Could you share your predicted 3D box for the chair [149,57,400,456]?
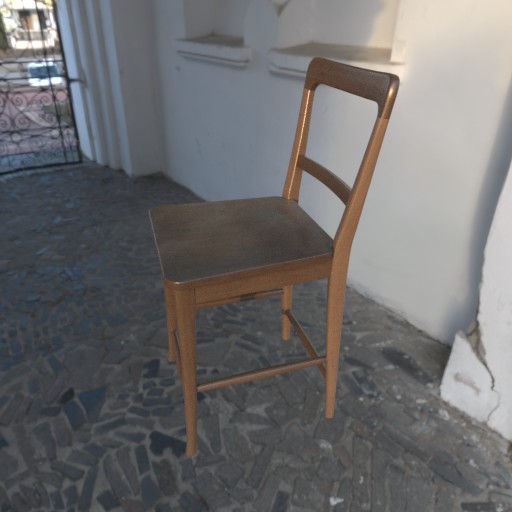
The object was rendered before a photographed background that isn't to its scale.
[{"bbox_3d":[0.000,0.000,1.259,0.546,0.991,0.450,-8,30,-15],"label":"chair"}]
